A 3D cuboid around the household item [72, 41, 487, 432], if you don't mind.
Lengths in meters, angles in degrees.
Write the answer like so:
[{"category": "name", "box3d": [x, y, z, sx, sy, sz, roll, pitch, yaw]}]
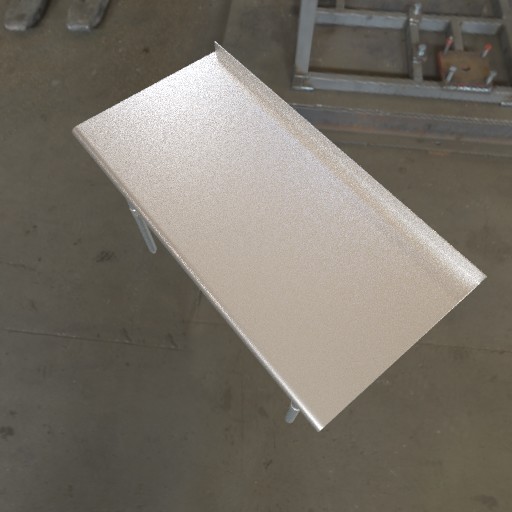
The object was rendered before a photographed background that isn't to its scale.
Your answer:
[{"category": "household item", "box3d": [0.000, 0.000, 1.698, 0.610, 0.851, 1.219, -36, 68, -17]}]
